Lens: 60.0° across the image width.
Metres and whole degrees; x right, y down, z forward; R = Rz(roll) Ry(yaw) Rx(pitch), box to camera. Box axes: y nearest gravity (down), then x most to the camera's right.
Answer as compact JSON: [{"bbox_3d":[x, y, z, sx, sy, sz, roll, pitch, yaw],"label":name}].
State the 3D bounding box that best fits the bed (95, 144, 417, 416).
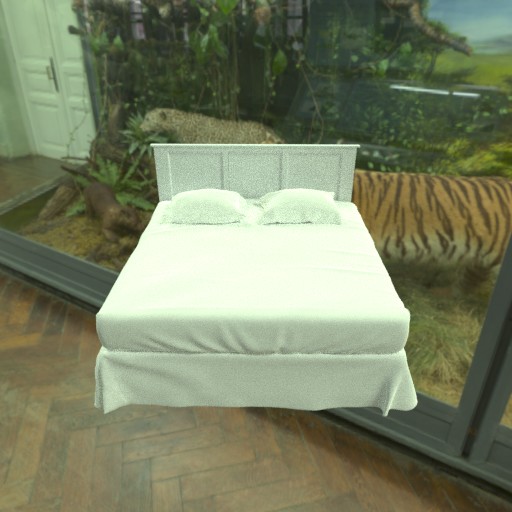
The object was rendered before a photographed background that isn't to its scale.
[{"bbox_3d":[0.000,0.000,3.623,2.317,1.273,2.215,0,29,1],"label":"bed"}]
